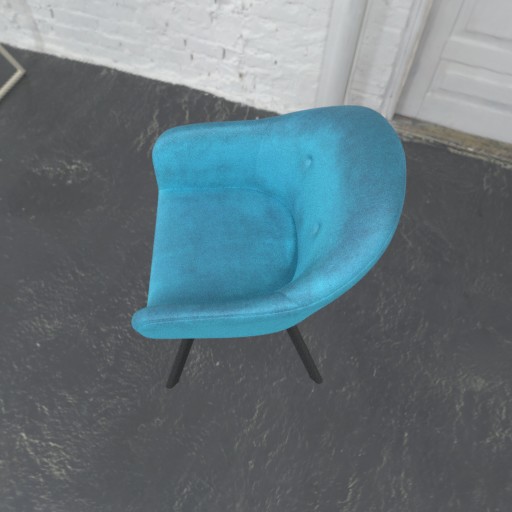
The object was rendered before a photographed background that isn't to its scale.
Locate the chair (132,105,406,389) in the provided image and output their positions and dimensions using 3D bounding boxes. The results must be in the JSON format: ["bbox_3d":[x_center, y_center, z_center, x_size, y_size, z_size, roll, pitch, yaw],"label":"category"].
[{"bbox_3d":[0.000,0.000,1.159,0.570,0.780,0.540,-2,58,-1],"label":"chair"}]
